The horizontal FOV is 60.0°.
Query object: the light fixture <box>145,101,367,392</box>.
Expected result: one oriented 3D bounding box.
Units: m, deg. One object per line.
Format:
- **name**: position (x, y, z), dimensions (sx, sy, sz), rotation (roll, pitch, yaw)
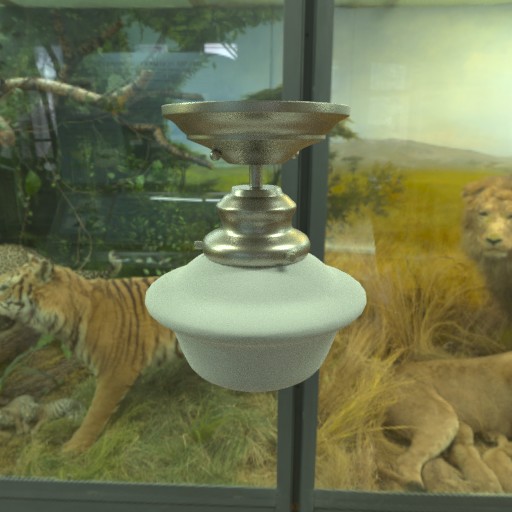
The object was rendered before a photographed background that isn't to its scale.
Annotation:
- **light fixture**: position (0.000, 0.000, 0.398), dimensions (0.199, 0.254, 0.199), rotation (0, 15, 0)
